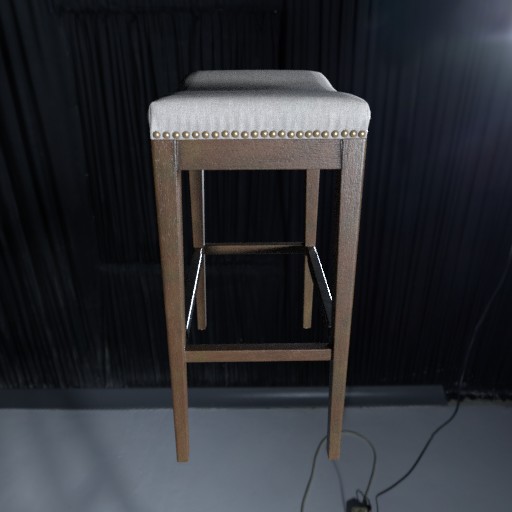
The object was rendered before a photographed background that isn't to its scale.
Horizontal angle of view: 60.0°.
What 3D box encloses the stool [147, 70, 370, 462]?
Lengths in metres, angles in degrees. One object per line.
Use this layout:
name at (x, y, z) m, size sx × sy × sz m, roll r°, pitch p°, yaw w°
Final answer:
stool at (0.000, 0.000, 1.024) m, size 0.356 × 0.762 × 0.508 m, roll -1°, pitch 27°, yaw -1°
